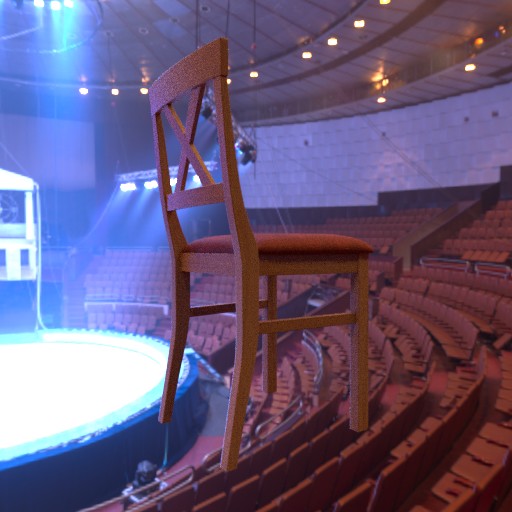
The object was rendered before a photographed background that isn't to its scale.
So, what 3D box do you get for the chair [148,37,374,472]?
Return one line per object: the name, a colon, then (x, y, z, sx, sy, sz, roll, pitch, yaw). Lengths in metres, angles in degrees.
chair: (0.000, 0.000, 1.204, 0.492, 0.912, 0.439, -1, 1, -36)
